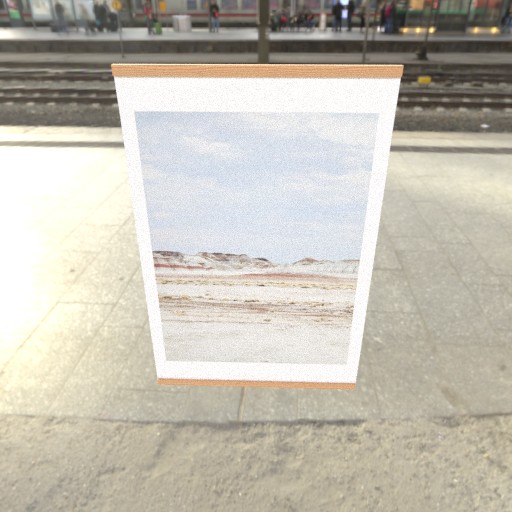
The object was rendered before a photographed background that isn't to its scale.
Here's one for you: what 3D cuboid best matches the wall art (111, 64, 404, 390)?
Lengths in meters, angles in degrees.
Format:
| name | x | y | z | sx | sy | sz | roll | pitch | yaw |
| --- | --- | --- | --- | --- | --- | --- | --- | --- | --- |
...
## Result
| name | x | y | z | sx | sy | sz | roll | pitch | yaw |
| --- | --- | --- | --- | --- | --- | --- | --- | --- | --- |
| wall art | 0.000 | 0.000 | 1.911 | 1.011 | 1.521 | 0.025 | 1 | 29 | 2 |
